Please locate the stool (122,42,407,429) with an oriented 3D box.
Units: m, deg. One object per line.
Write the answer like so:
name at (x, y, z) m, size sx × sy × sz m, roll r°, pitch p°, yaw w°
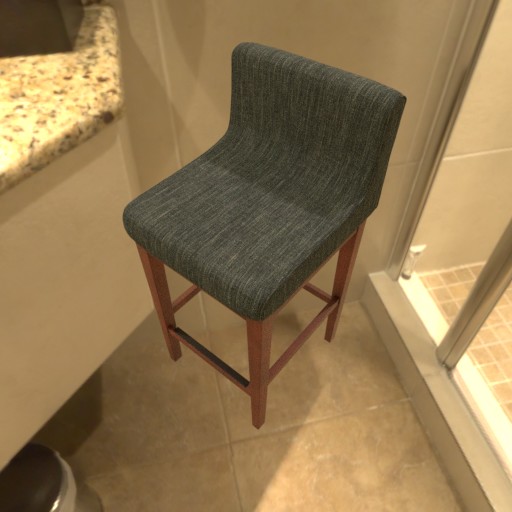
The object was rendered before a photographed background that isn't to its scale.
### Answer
stool at (0.000, 0.000, 1.103) m, size 0.395 × 0.835 × 0.459 m, roll 31°, pitch 54°, yaw 26°
